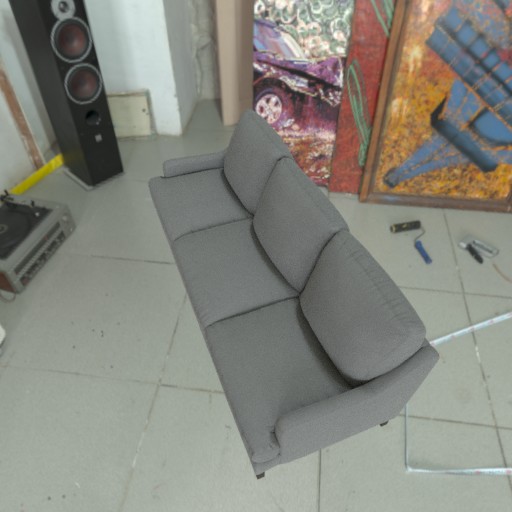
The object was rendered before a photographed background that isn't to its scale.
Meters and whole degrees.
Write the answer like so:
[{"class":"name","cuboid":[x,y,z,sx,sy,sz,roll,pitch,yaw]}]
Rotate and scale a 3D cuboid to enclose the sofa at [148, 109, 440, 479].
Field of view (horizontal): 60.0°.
[{"class":"sofa","cuboid":[0.000,0.000,2.899,0.987,0.926,2.344,-16,48,-15]}]
